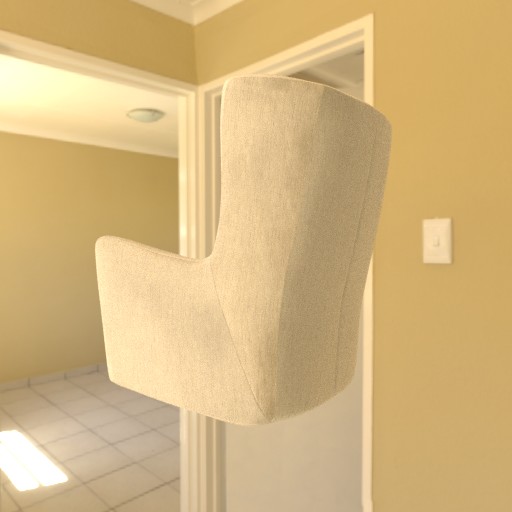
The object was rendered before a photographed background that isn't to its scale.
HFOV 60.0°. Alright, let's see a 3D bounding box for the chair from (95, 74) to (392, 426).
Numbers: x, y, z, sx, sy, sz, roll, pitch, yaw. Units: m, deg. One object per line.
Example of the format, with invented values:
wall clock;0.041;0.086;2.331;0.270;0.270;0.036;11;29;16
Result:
chair;0.000;0.000;1.626;0.904;1.000;0.779;2;3;35
